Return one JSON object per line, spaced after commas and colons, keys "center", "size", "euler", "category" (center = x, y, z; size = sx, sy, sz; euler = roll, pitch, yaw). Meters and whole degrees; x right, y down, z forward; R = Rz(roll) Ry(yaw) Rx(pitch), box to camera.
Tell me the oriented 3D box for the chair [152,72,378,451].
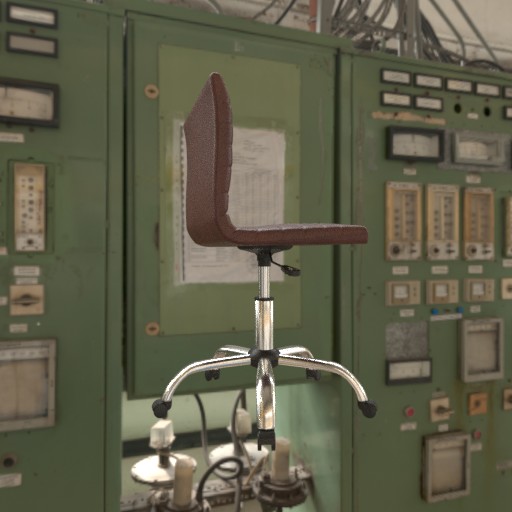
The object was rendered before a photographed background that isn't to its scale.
{"center": [0.000, 0.000, 1.154], "size": [0.530, 0.780, 0.556], "euler": [0, 1, -18], "category": "chair"}
